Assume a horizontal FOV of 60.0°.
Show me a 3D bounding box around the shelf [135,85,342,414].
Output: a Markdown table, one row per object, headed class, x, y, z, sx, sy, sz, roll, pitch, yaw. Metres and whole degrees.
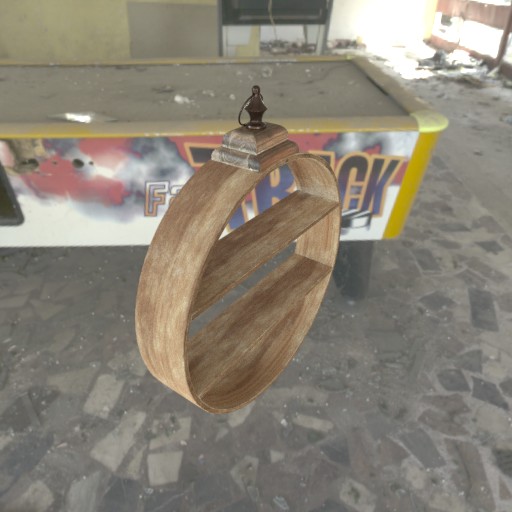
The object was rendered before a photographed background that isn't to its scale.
| class | x | y | z | sx | sy | sz | roll | pitch | yaw |
| --- | --- | --- | --- | --- | --- | --- | --- | --- | --- |
| shelf | 0.000 | 0.000 | 0.987 | 0.125 | 0.725 | 0.601 | 22 | 39 | 30 |
